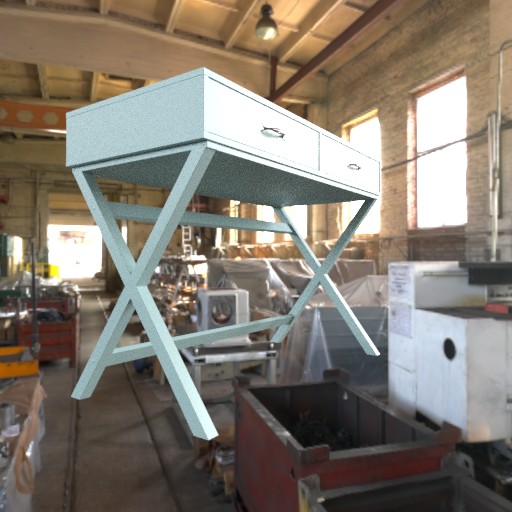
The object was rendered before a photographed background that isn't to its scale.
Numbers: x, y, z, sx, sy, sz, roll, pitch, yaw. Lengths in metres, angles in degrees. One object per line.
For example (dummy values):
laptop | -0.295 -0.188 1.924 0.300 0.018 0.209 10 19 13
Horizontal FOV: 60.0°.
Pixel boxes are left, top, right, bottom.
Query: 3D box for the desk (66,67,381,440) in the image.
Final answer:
desk | 0.000 0.000 1.490 0.525 0.780 1.057 0 0 35
